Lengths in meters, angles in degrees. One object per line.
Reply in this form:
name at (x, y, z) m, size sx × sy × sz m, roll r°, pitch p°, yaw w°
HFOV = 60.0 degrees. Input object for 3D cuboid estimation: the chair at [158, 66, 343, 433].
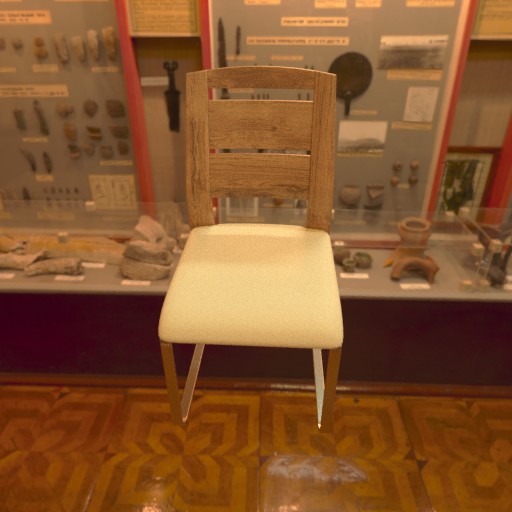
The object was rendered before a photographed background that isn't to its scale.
chair at (0.000, 0.000, 1.274) m, size 0.457 × 0.955 × 0.561 m, roll 2°, pitch 30°, yaw 3°
